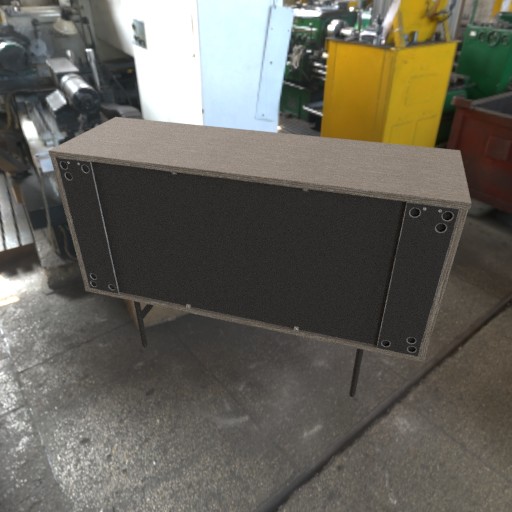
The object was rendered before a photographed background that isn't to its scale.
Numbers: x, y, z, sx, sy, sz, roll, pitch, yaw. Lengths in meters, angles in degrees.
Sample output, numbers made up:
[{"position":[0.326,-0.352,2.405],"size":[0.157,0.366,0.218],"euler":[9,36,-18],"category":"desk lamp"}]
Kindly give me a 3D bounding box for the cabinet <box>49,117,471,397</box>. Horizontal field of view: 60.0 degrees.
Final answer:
[{"position":[0.000,0.000,1.574],"size":[1.194,0.787,0.405],"euler":[10,35,14],"category":"cabinet"}]
